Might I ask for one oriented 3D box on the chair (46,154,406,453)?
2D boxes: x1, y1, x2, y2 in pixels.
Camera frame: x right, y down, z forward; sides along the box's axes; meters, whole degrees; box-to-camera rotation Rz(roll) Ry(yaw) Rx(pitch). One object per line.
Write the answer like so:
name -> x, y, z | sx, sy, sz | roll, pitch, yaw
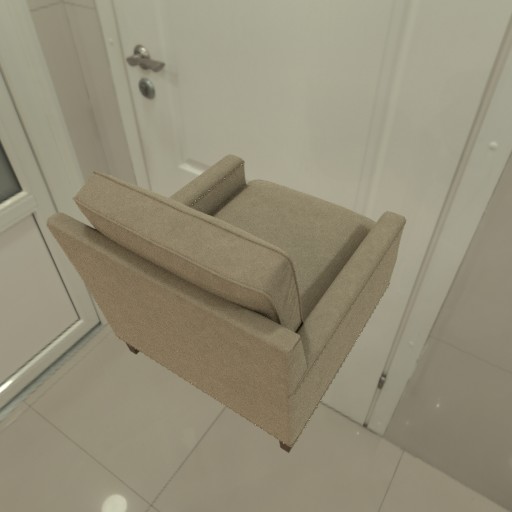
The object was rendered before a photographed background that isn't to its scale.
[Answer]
chair -> 0.000, 0.000, 1.679 | 0.853, 0.943, 1.014 | 25, 49, 23
